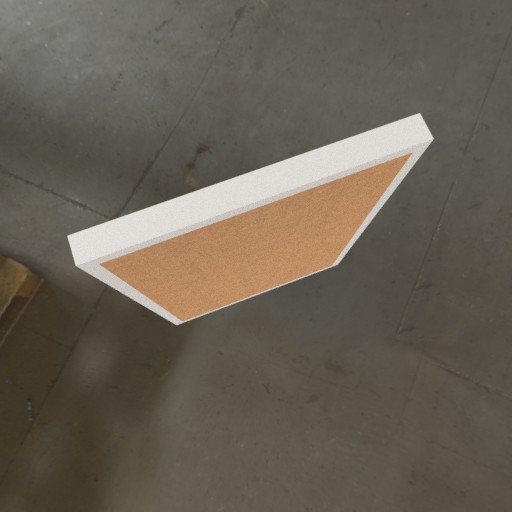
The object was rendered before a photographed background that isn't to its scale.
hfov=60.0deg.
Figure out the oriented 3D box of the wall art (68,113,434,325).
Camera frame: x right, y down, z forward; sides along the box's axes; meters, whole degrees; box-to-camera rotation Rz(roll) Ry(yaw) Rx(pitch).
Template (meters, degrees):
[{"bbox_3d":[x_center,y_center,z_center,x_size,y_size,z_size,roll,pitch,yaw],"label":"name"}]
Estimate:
[{"bbox_3d":[0.000,0.000,0.549,0.293,0.428,0.025,-20,76,-5],"label":"wall art"}]
